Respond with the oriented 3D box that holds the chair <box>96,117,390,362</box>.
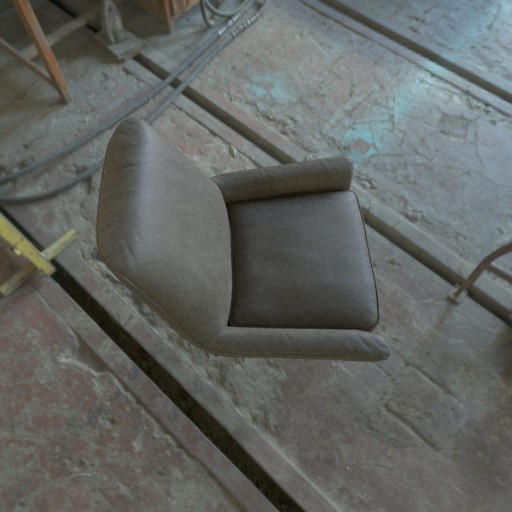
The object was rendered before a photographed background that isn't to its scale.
[{"bbox_3d":[0.000,0.000,1.547,0.824,0.888,0.787,-3,63,-1],"label":"chair"}]
